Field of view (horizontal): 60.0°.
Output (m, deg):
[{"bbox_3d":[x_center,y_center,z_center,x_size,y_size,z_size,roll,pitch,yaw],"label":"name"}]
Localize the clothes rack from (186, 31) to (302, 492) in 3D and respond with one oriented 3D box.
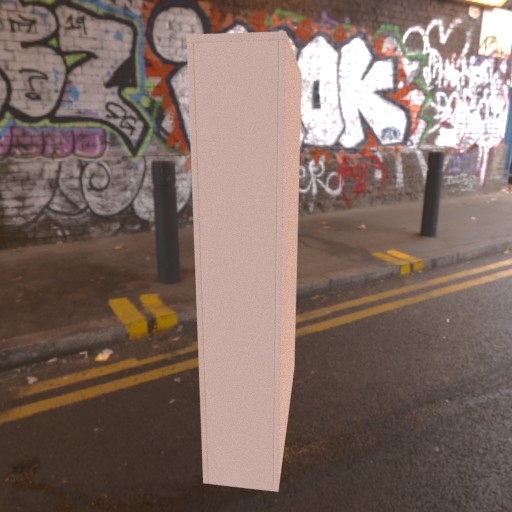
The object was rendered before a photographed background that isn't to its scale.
[{"bbox_3d":[0.000,0.000,1.559,0.250,1.280,0.750,2,16,8],"label":"clothes rack"}]
